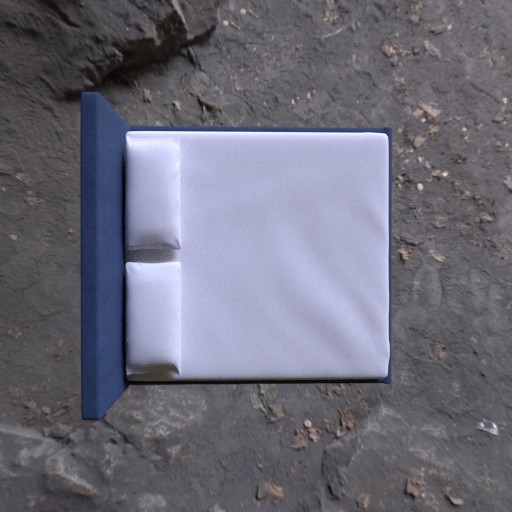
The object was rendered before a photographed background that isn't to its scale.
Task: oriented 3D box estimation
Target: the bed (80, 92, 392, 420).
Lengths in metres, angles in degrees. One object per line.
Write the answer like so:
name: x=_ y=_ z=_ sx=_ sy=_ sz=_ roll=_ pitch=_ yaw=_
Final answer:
bed: x=0.000 y=0.000 z=3.400 sx=2.232 sy=1.231 sz=2.096 roll=0 pitch=90 yaw=-2
